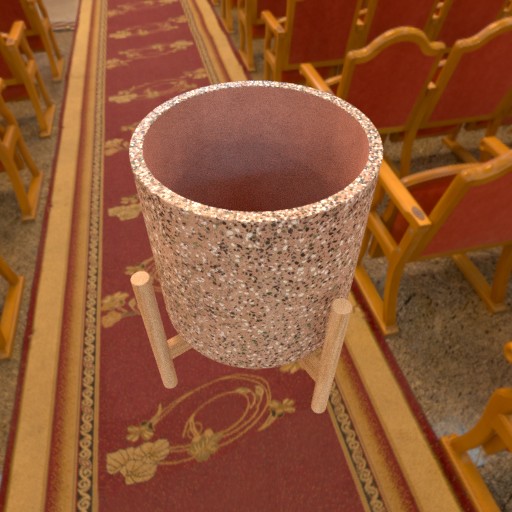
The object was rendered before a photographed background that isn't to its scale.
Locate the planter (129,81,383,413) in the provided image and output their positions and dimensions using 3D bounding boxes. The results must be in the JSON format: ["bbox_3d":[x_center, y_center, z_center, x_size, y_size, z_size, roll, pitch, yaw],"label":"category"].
[{"bbox_3d":[0.000,0.000,0.690,0.360,0.419,0.360,-9,47,-9],"label":"planter"}]
